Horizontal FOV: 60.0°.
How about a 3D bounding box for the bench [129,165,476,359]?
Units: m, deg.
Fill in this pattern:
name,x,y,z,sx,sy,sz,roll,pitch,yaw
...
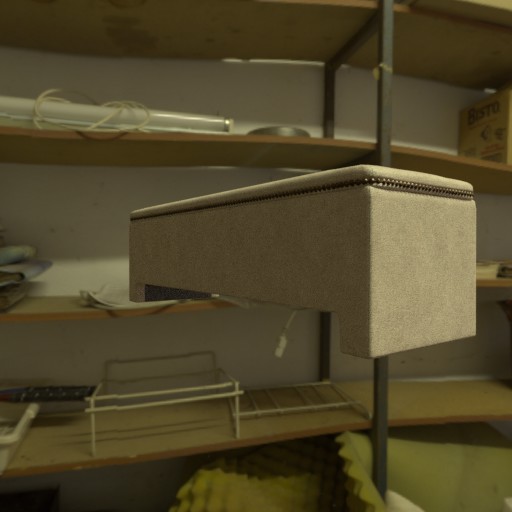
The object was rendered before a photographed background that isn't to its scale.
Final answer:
name,x,y,z,sx,sy,sz,roll,pitch,yaw
bench,0.000,0.000,1.694,0.470,0.447,1.482,0,1,-36
